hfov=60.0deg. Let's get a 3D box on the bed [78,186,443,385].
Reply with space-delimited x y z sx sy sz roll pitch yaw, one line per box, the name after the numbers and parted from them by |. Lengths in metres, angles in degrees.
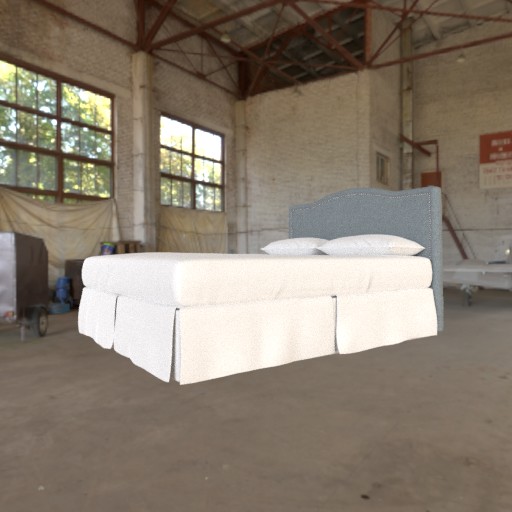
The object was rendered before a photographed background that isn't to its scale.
0.000 0.000 4.069 2.689 1.457 2.161 0 0 -36 | bed
